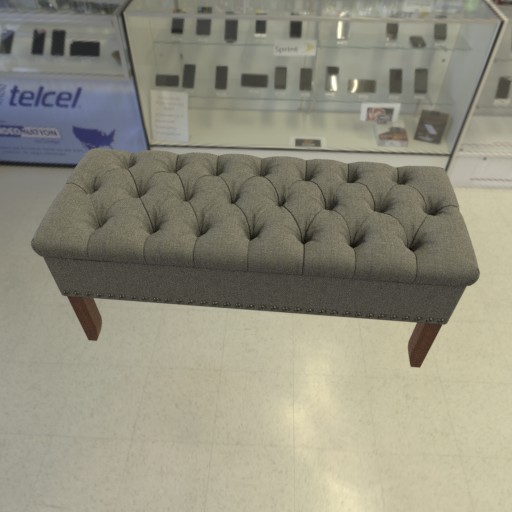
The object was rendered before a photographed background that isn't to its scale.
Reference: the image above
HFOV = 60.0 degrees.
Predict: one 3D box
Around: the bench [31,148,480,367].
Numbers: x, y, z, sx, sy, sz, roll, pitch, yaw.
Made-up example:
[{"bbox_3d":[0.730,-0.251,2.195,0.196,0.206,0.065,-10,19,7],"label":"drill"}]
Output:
[{"bbox_3d":[0.000,0.000,1.306,1.052,0.470,0.417,4,46,4],"label":"bench"}]
